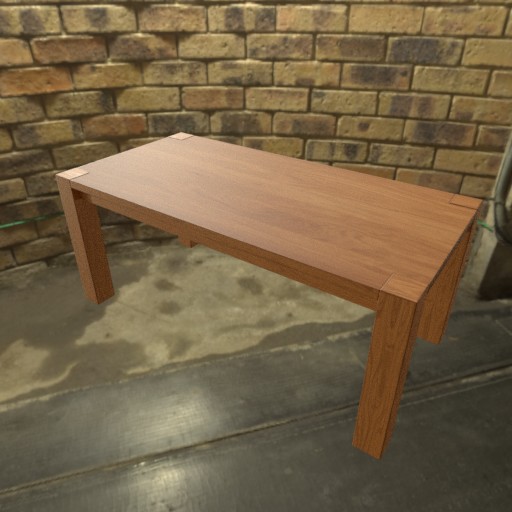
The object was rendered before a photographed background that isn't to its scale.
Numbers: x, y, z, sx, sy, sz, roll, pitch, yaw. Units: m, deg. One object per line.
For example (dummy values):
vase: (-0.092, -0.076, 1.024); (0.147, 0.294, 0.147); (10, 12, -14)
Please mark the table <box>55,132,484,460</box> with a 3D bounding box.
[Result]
table: (0.000, 0.000, 2.262); (1.800, 0.760, 0.900); (20, 37, 29)
